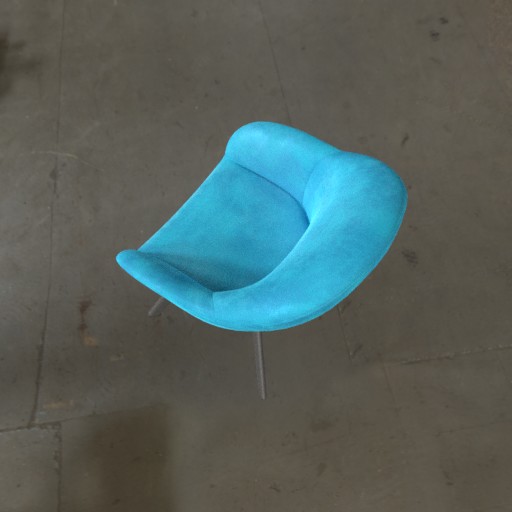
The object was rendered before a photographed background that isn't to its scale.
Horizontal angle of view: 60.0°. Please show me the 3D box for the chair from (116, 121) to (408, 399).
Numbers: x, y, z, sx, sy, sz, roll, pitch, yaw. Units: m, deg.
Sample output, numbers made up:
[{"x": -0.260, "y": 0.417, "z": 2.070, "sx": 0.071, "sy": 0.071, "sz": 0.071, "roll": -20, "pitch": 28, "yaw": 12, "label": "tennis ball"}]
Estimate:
[{"x": 0.000, "y": 0.000, "z": 1.208, "sx": 0.590, "sy": 0.795, "sz": 0.550, "roll": 32, "pitch": 68, "yaw": 15, "label": "chair"}]
